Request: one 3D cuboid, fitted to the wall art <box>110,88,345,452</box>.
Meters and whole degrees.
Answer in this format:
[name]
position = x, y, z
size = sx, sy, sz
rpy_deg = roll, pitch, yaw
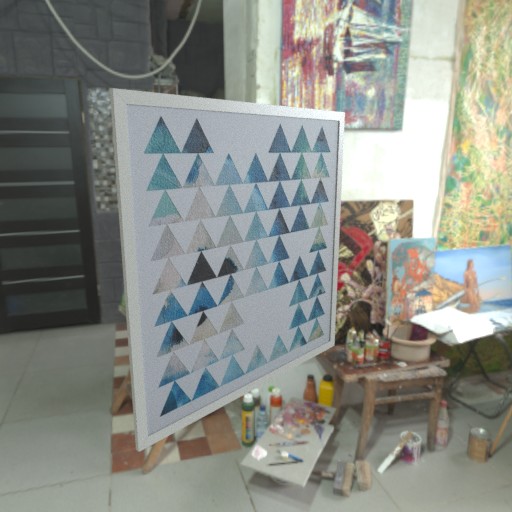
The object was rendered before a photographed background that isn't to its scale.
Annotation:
[wall art]
position = 0.000, 0.000, 0.698
size = 0.007, 0.456, 0.456
rpy_deg = 13, 19, 42
